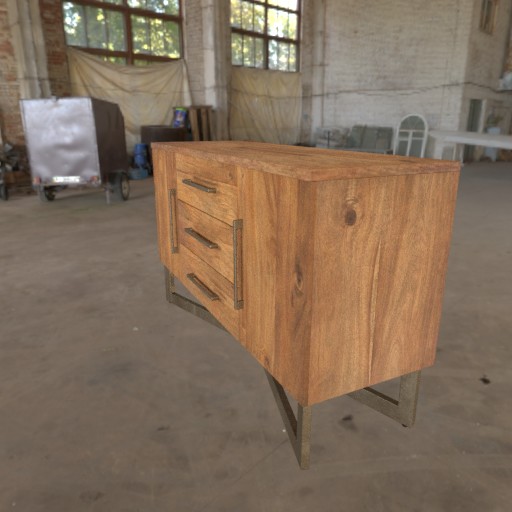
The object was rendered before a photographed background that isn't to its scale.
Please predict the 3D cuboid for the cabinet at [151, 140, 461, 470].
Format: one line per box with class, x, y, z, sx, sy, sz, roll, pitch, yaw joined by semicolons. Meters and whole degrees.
cabinet;0.000;0.000;1.728;0.480;0.812;1.373;-8;19;-25
